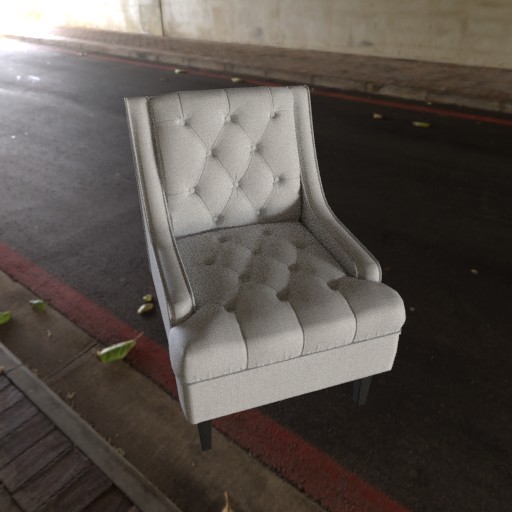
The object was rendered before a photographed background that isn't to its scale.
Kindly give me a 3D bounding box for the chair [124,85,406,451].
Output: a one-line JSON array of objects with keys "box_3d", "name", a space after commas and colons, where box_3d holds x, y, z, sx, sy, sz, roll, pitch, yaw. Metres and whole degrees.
[{"box_3d": [0.000, 0.000, 1.417, 0.658, 0.891, 0.772, -10, 33, -16], "name": "chair"}]
